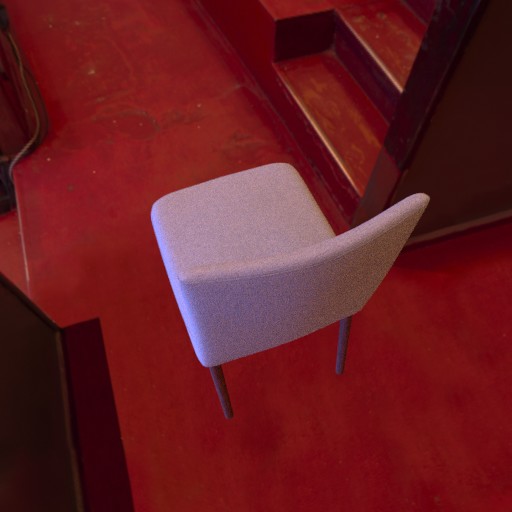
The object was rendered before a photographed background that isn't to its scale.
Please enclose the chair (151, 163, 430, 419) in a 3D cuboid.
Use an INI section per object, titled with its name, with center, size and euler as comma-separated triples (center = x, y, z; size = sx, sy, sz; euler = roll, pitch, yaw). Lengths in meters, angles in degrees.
[chair]
center = 0.000, 0.000, 1.149
size = 0.456, 0.859, 0.570
euler = -18, 60, -11
